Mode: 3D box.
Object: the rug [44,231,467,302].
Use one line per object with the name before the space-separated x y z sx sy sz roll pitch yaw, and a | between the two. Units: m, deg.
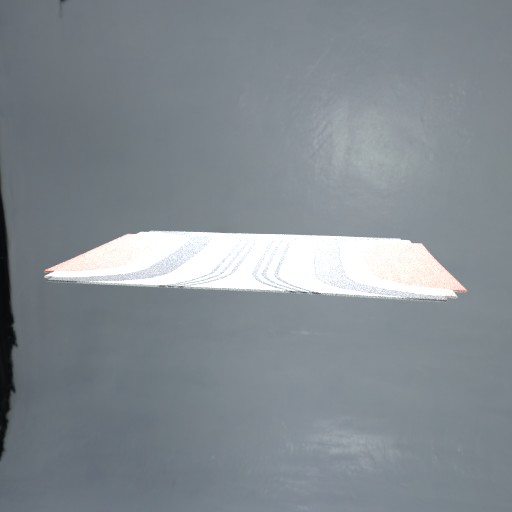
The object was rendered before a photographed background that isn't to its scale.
rug | 0.000 0.000 3.087 2.446 0.017 1.530 2 14 9
